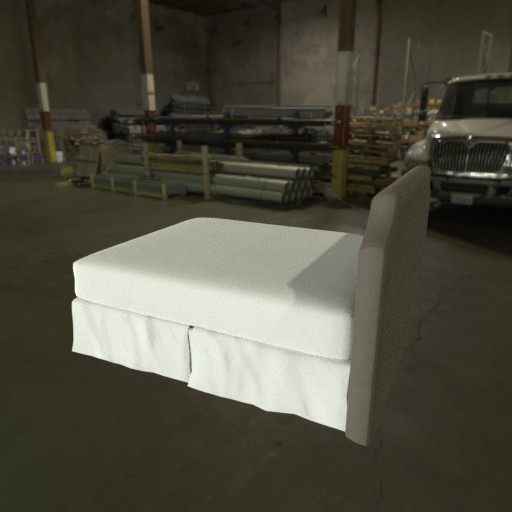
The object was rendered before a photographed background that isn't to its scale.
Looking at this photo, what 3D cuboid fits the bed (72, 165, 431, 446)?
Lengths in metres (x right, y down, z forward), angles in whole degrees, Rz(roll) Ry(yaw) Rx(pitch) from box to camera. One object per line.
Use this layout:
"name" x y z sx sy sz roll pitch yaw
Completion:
"bed" 0.000 0.000 3.291 2.181 1.297 1.831 8 19 25
